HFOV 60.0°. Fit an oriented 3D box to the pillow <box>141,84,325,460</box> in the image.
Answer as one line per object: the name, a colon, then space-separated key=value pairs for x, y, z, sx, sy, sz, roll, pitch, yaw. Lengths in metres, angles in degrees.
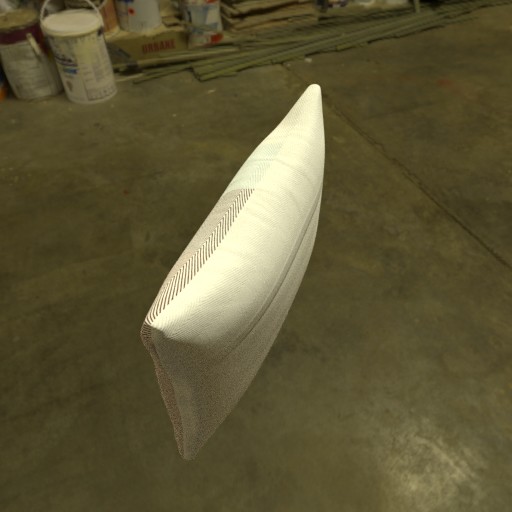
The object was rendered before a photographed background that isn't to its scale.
pillow: x=0.000 y=0.000 z=0.643 sx=0.139 sy=0.305 sz=0.506 roll=16 pitch=49 yaw=15
